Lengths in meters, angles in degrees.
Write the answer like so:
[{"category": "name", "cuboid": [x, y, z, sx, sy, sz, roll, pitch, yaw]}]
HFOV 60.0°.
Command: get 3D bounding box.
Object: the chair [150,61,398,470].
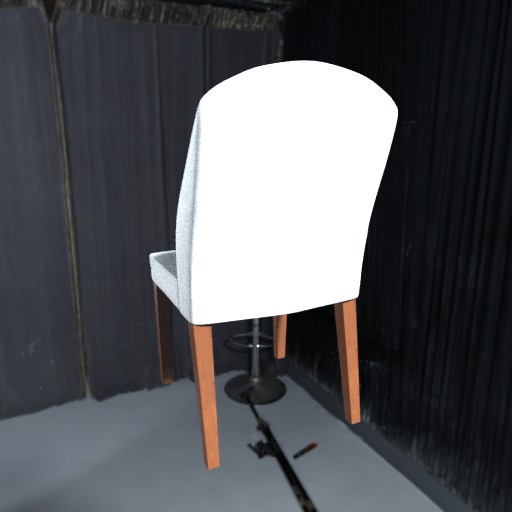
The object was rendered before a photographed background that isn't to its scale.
[{"category": "chair", "cuboid": [0.000, 0.000, 1.198, 0.472, 0.893, 0.540, -6, 15, -25]}]
